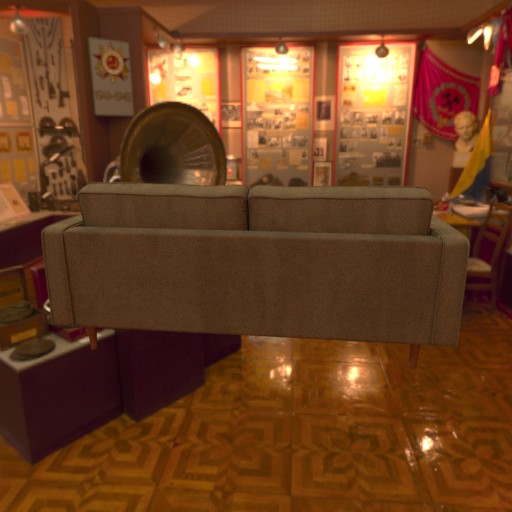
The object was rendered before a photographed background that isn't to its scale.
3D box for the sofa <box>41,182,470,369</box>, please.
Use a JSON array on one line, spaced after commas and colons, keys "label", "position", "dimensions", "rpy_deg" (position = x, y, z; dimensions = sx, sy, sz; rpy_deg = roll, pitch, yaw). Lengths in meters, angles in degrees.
[{"label": "sofa", "position": [0.000, 0.000, 2.403], "dimensions": [1.920, 0.825, 0.924], "rpy_deg": [2, 16, 7]}]
